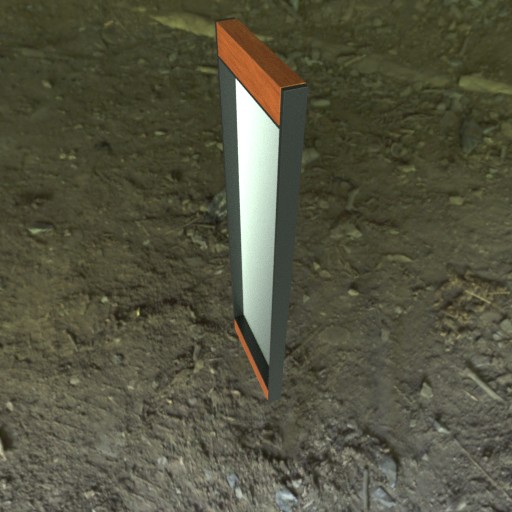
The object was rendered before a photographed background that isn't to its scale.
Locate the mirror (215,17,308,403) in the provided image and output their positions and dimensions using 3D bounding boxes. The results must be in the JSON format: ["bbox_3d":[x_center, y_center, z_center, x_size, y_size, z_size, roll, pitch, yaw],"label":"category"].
[{"bbox_3d":[0.000,0.000,1.232,0.047,1.123,0.343,-17,49,-15],"label":"mirror"}]
